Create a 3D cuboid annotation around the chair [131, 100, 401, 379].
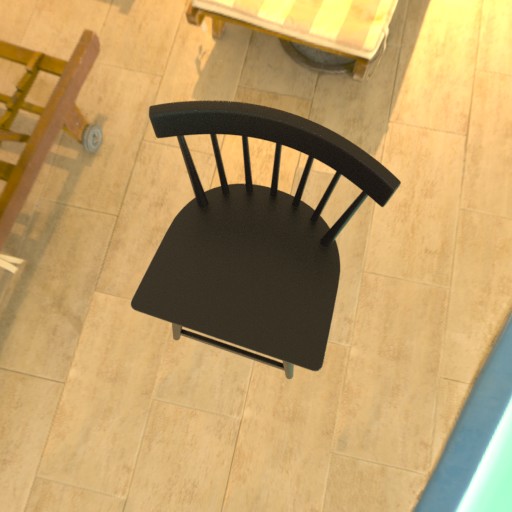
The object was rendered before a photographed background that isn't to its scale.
[{"bbox_3d":[0.000,0.000,1.227,0.483,0.952,0.572,18,77,4],"label":"chair"}]
